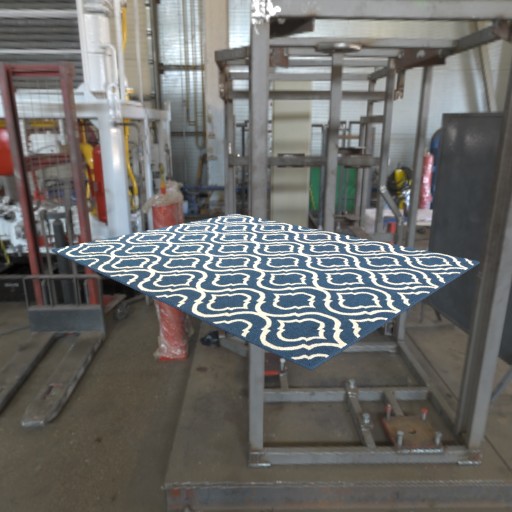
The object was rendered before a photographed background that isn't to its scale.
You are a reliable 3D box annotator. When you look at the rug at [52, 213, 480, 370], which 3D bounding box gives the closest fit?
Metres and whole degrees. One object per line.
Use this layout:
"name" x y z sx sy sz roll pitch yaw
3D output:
"rug" 0.000 0.000 3.781 2.881 0.020 2.270 15 23 41
